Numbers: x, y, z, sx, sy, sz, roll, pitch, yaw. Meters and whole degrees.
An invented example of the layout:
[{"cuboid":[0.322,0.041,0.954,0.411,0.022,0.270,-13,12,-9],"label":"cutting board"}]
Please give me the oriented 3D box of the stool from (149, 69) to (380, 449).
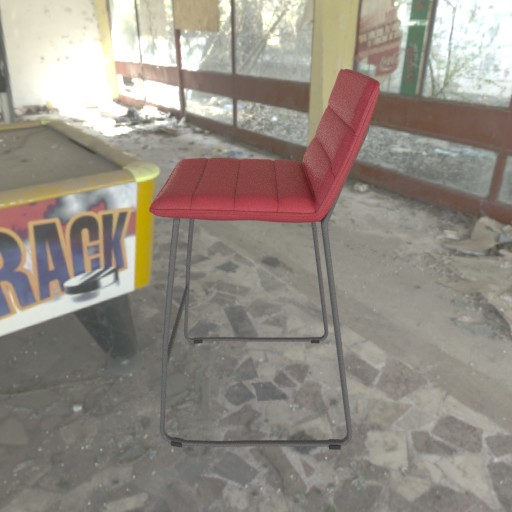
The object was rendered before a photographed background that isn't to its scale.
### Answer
[{"cuboid":[0.000,0.000,1.220,0.524,0.937,0.489,0,26,0],"label":"stool"}]
